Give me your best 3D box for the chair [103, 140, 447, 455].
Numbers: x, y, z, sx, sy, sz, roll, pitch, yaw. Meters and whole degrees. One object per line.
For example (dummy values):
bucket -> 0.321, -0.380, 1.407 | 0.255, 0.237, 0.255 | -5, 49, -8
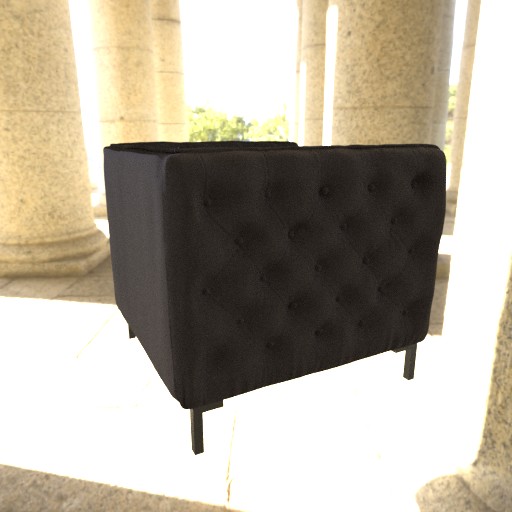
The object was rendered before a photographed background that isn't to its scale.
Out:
chair -> 0.000, 0.000, 1.625 | 0.913, 0.807, 0.946 | -8, 17, -27
